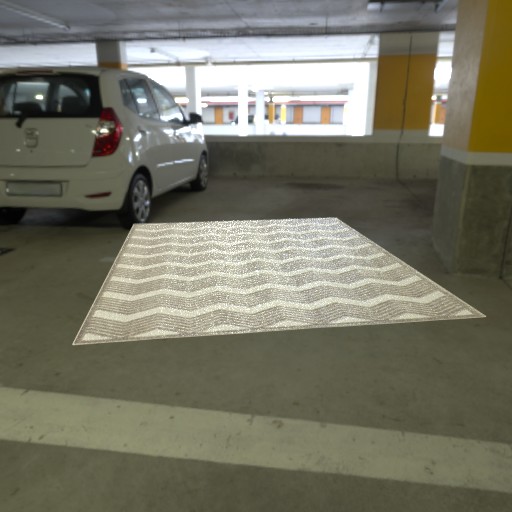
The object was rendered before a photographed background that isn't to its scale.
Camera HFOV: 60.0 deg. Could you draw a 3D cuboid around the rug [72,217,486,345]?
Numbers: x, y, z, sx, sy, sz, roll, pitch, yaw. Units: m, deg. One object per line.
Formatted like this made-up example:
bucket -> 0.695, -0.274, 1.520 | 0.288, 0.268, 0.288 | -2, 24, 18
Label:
rug -> 0.000, 0.000, 3.868 | 2.391, 0.005, 2.880 | -2, 17, -8
